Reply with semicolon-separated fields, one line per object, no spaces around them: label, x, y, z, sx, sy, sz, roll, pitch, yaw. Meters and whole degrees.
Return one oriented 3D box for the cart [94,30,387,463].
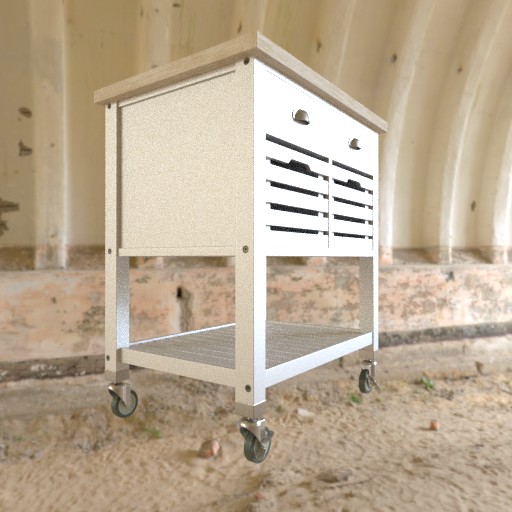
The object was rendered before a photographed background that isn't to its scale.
cart;0.000;0.000;1.371;0.559;0.914;0.762;0;0;36
